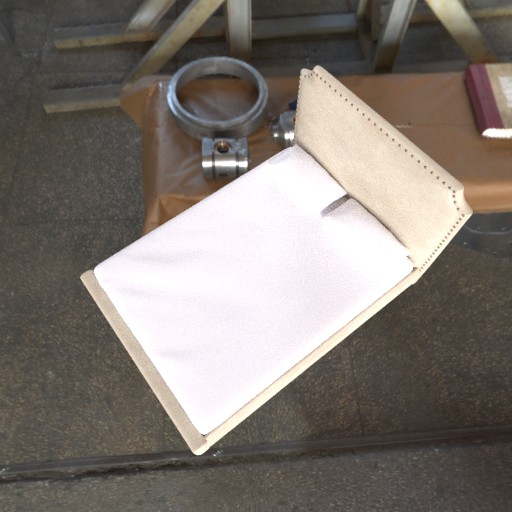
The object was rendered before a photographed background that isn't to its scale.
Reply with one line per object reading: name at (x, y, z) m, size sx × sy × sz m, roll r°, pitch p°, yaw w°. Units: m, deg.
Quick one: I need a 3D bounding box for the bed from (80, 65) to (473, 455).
bed at (0.000, 0.000, 3.424) m, size 2.372 × 1.443 × 1.712 m, roll -34°, pitch 68°, yaw -16°
